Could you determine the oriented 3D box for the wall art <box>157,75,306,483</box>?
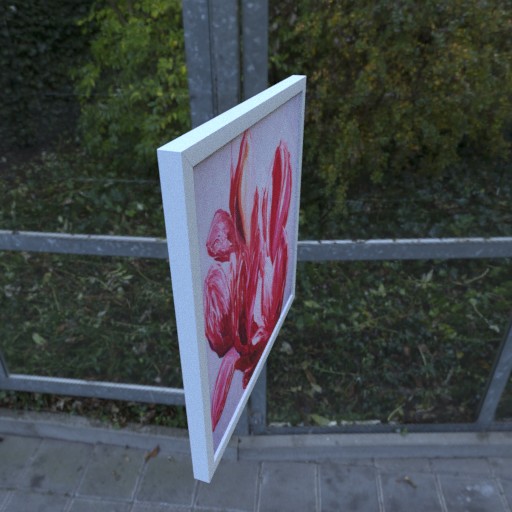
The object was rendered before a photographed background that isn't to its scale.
[{"bbox_3d":[0.000,0.000,0.673,0.023,0.453,0.455,10,31,16],"label":"wall art"}]
